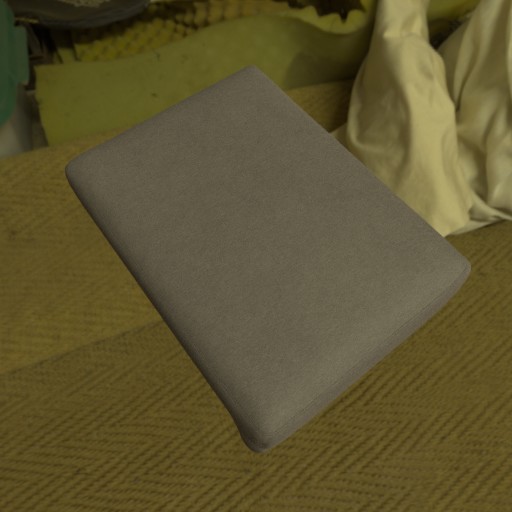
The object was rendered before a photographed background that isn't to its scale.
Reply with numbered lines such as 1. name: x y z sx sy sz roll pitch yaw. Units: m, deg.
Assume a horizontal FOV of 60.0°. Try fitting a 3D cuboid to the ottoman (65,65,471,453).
1. ottoman: 0.000 0.000 1.129 0.574 0.497 0.773 -35 68 -16
